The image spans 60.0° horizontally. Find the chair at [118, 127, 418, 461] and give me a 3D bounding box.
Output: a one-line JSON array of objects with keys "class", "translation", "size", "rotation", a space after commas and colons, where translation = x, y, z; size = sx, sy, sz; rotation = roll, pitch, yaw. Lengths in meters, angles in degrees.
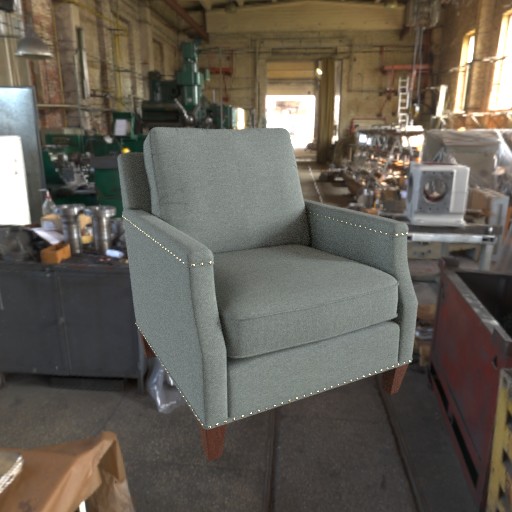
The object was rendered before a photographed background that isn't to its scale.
[{"class": "chair", "translation": [0.000, 0.000, 1.845], "size": [0.885, 1.031, 1.031], "rotation": [-8, 18, -27]}]
